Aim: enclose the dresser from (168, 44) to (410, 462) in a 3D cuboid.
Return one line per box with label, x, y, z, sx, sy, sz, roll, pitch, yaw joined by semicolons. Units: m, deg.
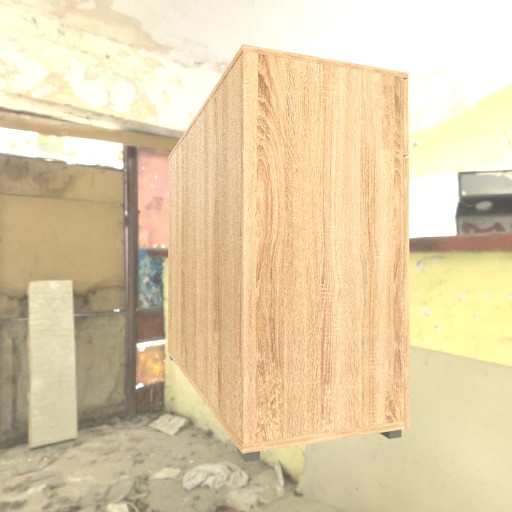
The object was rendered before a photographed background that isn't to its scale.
dresser;0.000;0.000;1.544;0.450;0.900;1.100;0;-1;-19
